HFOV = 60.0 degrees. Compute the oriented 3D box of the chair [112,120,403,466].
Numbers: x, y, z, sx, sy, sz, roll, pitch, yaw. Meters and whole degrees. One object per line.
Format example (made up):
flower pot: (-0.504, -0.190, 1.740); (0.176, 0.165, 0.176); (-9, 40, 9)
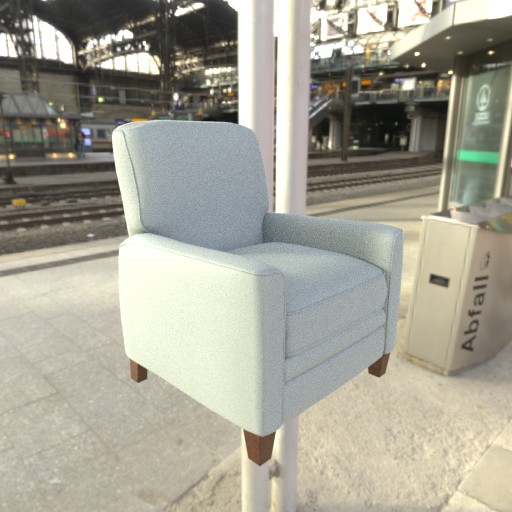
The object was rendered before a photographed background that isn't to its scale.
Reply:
chair: (0.000, 0.000, 1.699); (0.846, 1.007, 0.853); (14, 20, 42)
